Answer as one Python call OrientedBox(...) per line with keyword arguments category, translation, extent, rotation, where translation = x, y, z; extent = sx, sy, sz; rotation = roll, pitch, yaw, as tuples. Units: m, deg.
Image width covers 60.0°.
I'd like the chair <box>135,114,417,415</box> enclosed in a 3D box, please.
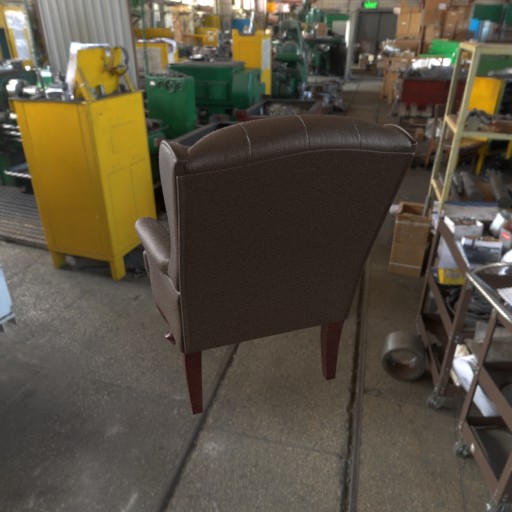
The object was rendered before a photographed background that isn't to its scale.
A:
OrientedBox(category="chair", translation=(0.000, 0.000, 1.666), extent=(0.829, 1.132, 0.819), rotation=(-9, 29, -17))
